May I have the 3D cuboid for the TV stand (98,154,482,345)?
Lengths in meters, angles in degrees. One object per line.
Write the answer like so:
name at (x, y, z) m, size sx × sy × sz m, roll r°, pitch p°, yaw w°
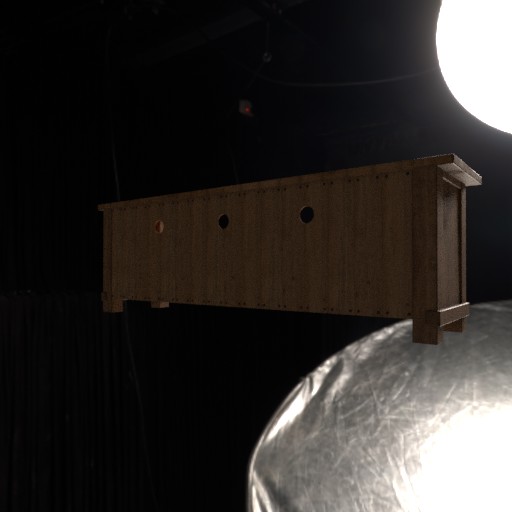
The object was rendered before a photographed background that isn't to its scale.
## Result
TV stand at (0.000, 0.000, 2.028) m, size 1.804 × 0.573 × 0.453 m, roll -1°, pitch -2°, yaw 37°
